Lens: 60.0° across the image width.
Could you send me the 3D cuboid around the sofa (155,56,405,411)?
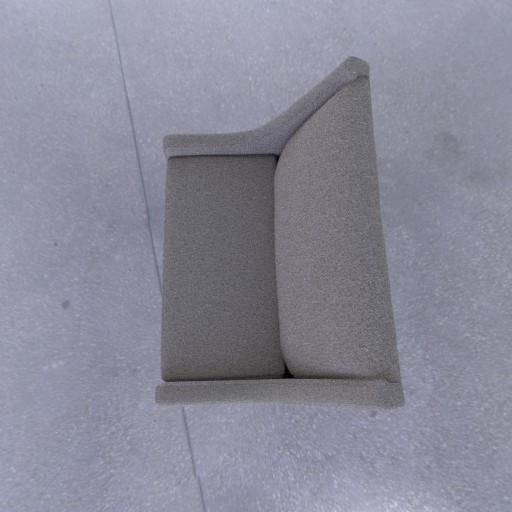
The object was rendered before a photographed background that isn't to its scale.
[{"bbox_3d":[0.000,0.000,1.928,0.862,1.026,1.242,-1,75,0],"label":"sofa"}]
